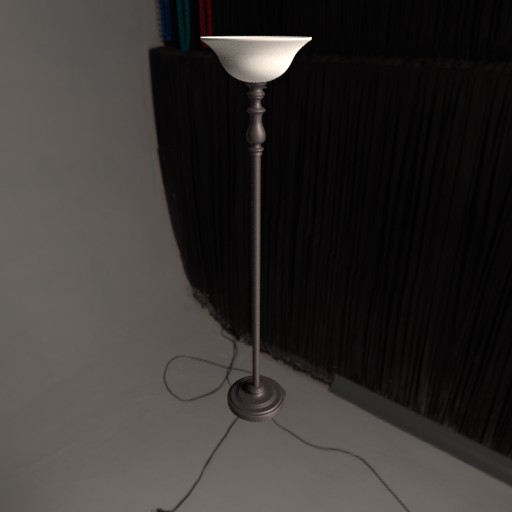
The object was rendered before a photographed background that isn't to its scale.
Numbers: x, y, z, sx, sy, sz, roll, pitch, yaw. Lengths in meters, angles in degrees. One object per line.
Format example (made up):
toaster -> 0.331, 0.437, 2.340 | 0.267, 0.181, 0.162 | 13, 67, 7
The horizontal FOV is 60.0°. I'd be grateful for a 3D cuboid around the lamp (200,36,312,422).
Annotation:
lamp -> 0.000, 0.000, 2.030 | 0.405, 1.797, 0.405 | 19, 33, 33
